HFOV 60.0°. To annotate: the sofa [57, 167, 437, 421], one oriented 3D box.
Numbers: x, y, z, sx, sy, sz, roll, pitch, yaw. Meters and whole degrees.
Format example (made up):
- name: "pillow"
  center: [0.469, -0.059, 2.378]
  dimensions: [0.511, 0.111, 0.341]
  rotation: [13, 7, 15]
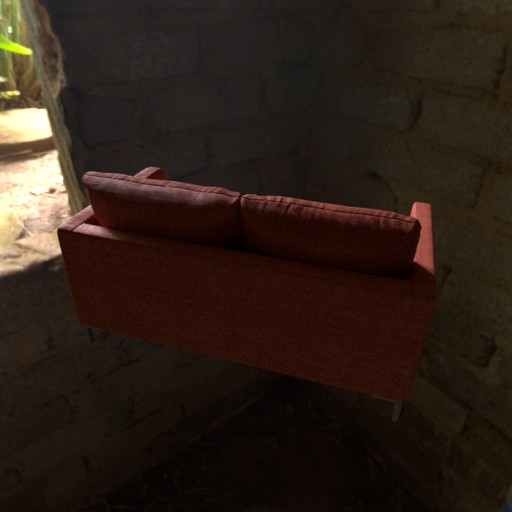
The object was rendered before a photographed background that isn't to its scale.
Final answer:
- name: "sofa"
  center: [0.000, 0.000, 2.170]
  dimensions: [1.574, 0.896, 0.864]
  rotation: [9, 33, 15]
